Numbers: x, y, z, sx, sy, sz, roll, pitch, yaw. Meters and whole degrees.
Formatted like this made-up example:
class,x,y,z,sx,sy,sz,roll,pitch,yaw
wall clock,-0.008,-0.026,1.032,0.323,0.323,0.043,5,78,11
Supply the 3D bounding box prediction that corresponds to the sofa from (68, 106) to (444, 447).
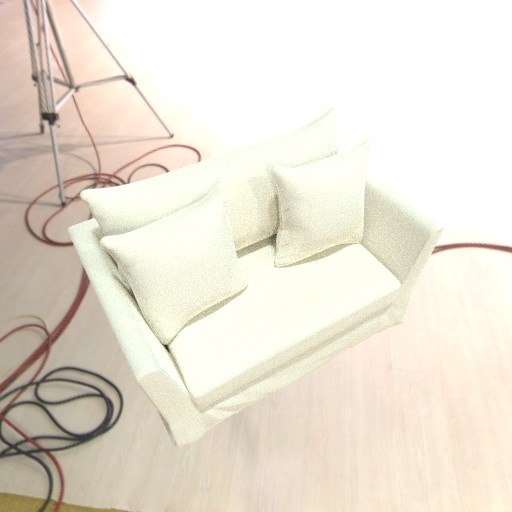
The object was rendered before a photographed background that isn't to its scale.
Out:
class,x,y,z,sx,sy,sz,roll,pitch,yaw
sofa,0.000,0.000,2.338,1.608,1.039,1.026,-24,51,-21
